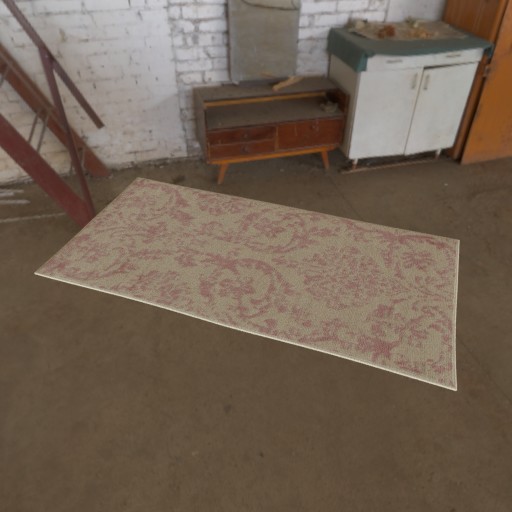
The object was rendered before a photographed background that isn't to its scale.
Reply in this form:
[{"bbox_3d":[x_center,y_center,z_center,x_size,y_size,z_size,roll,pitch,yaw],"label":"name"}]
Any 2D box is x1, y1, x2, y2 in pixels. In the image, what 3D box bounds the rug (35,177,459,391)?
[{"bbox_3d":[0.000,0.000,1.410,1.219,0.007,0.604,13,42,15],"label":"rug"}]
